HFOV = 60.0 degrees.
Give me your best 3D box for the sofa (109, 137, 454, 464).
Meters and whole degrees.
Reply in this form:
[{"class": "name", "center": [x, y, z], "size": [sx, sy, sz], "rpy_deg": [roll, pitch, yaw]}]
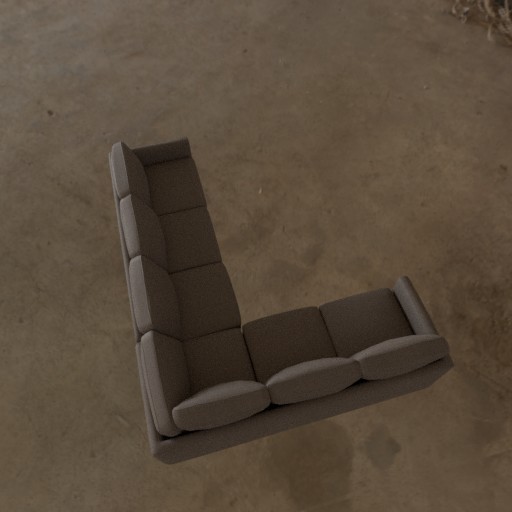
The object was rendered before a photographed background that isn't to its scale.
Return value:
[{"class": "sofa", "center": [0.000, 0.000, 4.538], "size": [2.593, 0.947, 3.302], "rpy_deg": [-14, 60, -8]}]
